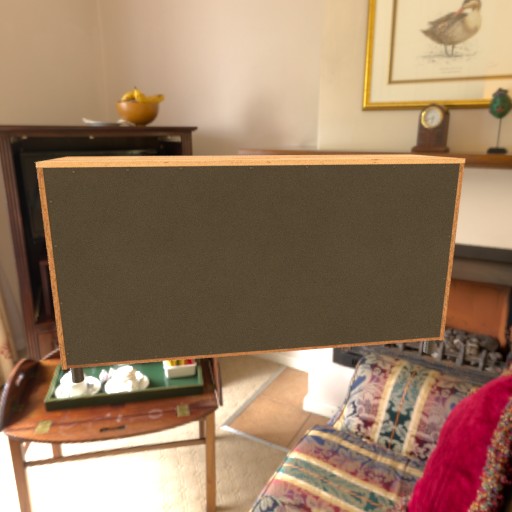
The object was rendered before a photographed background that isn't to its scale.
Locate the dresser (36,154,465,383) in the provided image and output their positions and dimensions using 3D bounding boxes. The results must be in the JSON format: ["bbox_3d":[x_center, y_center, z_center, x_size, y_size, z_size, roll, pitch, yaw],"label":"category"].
[{"bbox_3d":[0.000,0.000,1.917,1.547,0.834,0.487,-2,15,-9],"label":"dresser"}]
